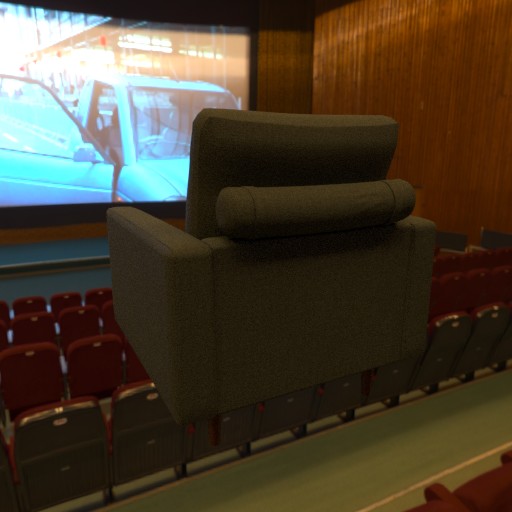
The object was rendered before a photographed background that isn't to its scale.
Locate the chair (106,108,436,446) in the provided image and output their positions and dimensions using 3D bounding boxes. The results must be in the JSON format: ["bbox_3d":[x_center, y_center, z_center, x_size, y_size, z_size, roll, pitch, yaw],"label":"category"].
[{"bbox_3d":[0.000,0.000,1.478,0.821,0.880,0.843,-7,16,-27],"label":"chair"}]
